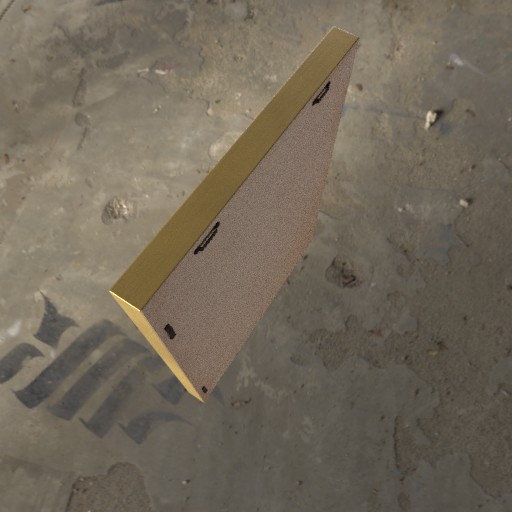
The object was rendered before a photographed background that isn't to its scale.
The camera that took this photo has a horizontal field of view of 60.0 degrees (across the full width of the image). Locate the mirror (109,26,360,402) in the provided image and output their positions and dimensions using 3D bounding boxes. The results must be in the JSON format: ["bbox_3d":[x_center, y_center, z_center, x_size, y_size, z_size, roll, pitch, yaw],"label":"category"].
[{"bbox_3d":[0.000,0.000,0.678,0.041,0.508,0.405,30,67,14],"label":"mirror"}]
